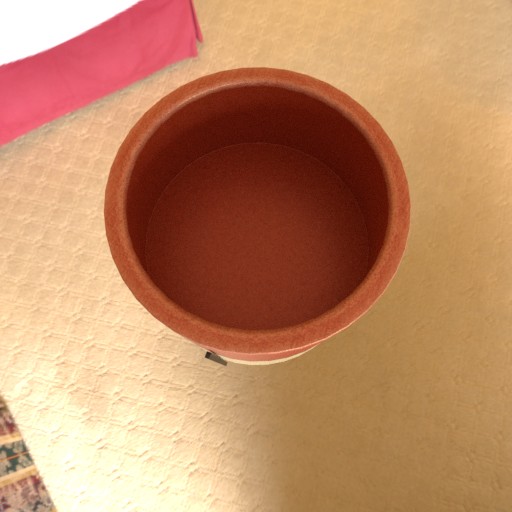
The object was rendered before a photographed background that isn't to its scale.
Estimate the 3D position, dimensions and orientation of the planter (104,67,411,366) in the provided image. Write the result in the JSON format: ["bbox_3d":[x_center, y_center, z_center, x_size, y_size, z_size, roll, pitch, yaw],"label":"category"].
[{"bbox_3d":[0.000,0.000,0.713,0.345,0.465,0.354,20,76,5],"label":"planter"}]
